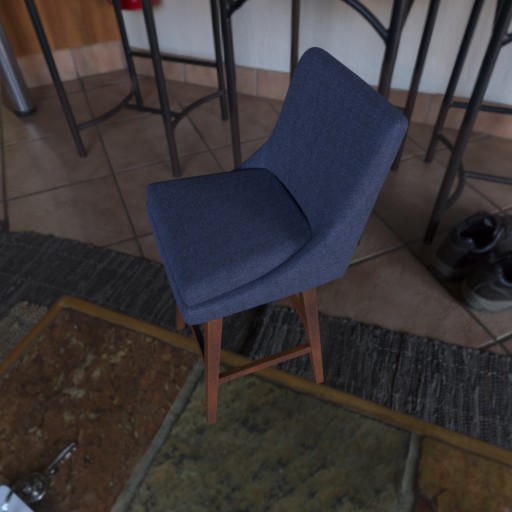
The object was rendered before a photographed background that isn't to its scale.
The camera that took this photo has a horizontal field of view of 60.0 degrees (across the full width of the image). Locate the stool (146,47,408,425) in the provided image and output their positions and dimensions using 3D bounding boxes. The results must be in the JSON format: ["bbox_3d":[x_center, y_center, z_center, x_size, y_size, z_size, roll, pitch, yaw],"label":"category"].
[{"bbox_3d":[0.000,0.000,1.395,0.572,1.068,0.489,-16,49,-15],"label":"stool"}]
